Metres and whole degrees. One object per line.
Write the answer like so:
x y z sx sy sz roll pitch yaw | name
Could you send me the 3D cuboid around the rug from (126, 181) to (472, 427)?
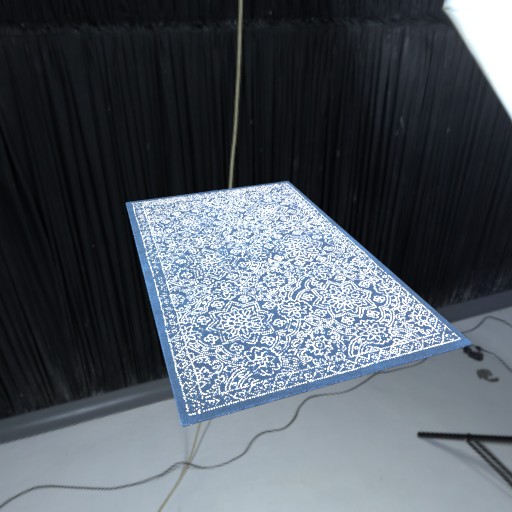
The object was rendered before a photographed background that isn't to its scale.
0.000 0.000 3.070 1.526 0.015 2.441 -10 32 -17 | rug
